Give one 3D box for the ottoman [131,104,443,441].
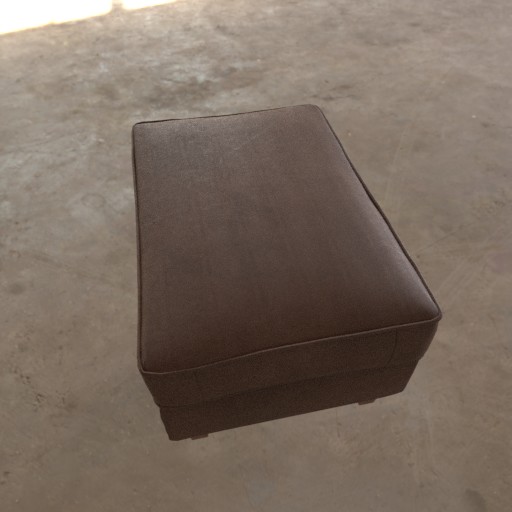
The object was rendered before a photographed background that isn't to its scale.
[{"bbox_3d":[0.000,0.000,1.215,0.596,0.481,0.860,-9,48,-8],"label":"ottoman"}]
